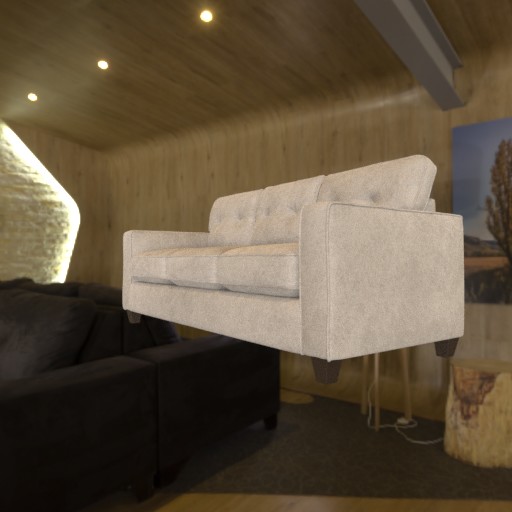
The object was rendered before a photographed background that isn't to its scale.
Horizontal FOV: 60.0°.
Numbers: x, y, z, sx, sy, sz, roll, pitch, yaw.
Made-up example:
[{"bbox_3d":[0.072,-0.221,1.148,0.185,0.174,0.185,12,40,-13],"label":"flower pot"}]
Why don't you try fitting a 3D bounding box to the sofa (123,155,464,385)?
[{"bbox_3d":[0.000,0.000,2.682,0.939,0.965,2.133,0,-1,-36],"label":"sofa"}]
